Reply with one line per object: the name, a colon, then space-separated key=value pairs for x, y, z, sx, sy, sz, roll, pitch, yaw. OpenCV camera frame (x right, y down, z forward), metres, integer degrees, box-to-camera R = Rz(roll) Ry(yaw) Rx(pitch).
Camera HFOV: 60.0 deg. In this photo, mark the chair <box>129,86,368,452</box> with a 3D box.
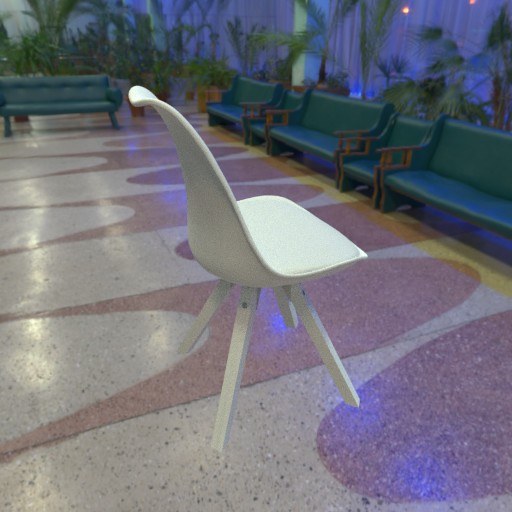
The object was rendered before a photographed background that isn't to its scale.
chair: x=0.000 y=0.000 z=1.183 sx=0.550 sy=0.850 sz=0.485 roll=-10 pitch=29 yaw=-19
